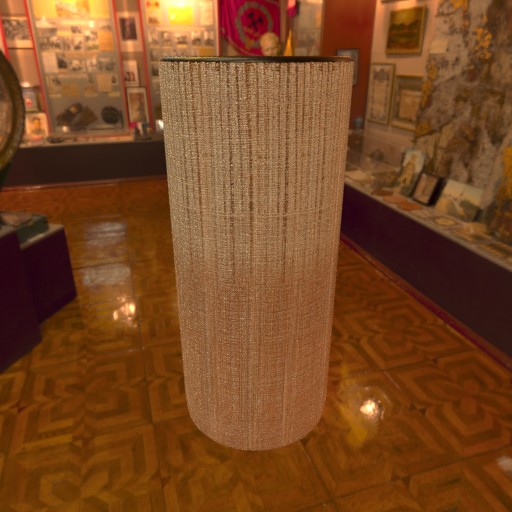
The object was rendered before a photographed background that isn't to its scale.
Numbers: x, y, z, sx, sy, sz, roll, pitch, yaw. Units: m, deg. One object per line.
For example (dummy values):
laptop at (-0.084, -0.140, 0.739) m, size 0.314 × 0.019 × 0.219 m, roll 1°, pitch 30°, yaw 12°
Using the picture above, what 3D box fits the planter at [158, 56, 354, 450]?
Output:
planter at (0.000, 0.000, 0.276) m, size 0.100 × 0.227 × 0.100 m, roll -7°, pitch 25°, yaw -14°
